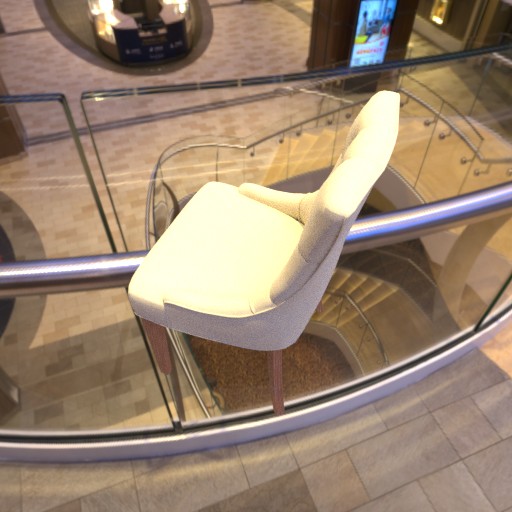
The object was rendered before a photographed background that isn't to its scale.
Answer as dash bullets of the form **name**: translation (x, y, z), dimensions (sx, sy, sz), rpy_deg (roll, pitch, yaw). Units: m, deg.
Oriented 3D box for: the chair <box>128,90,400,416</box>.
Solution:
- **chair**: translation (0.000, 0.000, 1.228), dimensions (0.565, 0.874, 0.509), rpy_deg (17, 50, 15)
